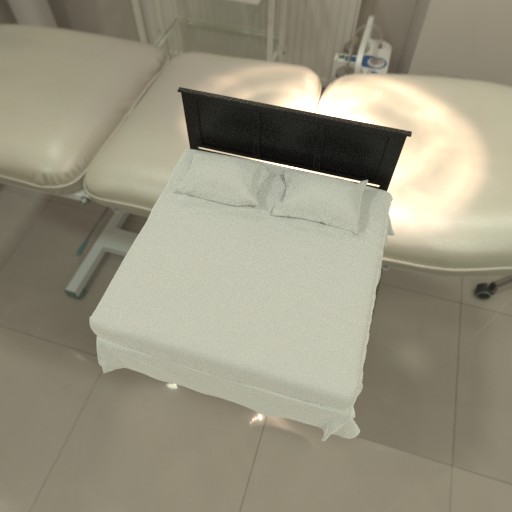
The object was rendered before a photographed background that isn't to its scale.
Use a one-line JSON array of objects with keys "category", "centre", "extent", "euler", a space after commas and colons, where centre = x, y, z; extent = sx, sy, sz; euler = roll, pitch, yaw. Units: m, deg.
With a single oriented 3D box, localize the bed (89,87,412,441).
[{"category": "bed", "centre": [0.000, 0.000, 3.636], "extent": [2.315, 1.271, 2.219], "euler": [14, 57, 9]}]
